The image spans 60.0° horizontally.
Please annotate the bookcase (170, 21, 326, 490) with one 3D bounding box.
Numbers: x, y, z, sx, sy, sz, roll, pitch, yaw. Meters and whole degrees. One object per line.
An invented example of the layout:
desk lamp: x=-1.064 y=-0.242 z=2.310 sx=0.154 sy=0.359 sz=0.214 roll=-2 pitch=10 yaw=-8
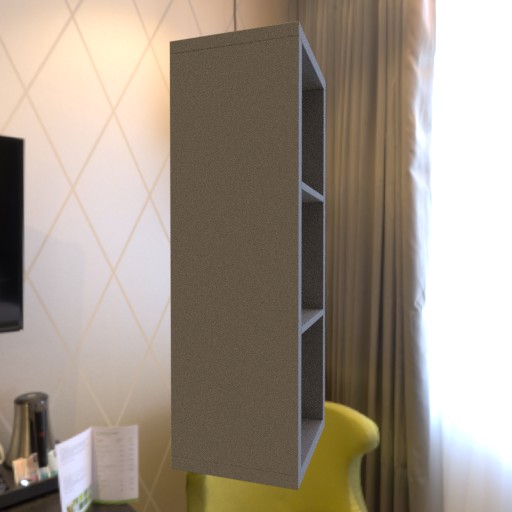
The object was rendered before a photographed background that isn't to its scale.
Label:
bookcase: x=0.000 y=0.000 z=1.255 sx=0.330 sy=1.080 sz=0.390 roll=0 pitch=1 yaw=18
